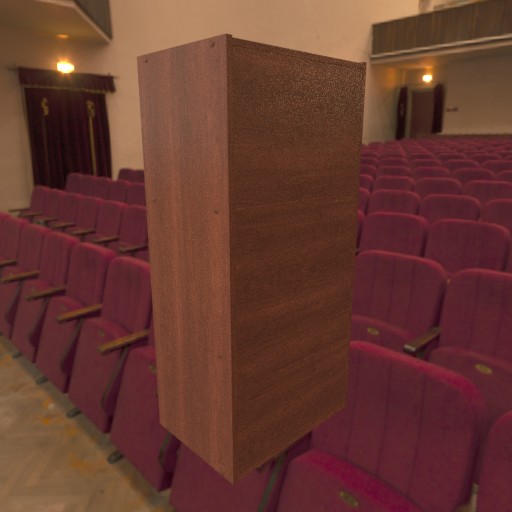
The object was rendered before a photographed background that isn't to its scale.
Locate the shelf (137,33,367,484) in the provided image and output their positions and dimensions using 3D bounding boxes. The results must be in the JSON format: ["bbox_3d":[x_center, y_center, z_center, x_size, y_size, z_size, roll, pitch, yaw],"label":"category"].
[{"bbox_3d":[0.000,0.000,1.071,0.414,0.879,0.290,-14,20,-42],"label":"shelf"}]
